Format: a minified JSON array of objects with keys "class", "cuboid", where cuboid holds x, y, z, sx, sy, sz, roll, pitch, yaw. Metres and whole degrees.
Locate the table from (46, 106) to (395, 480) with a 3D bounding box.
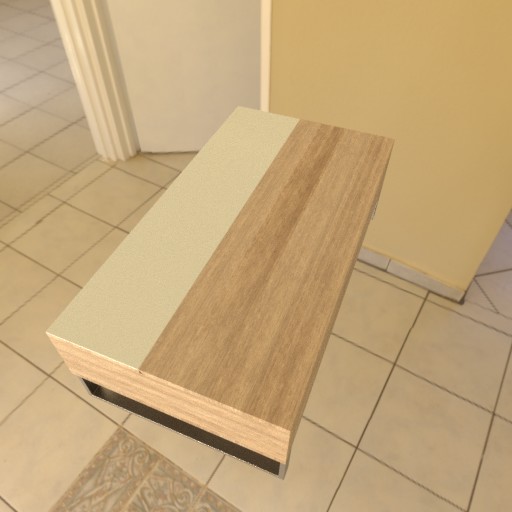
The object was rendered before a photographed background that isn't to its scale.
[{"class":"table","cuboid":[0.000,0.000,1.417,0.600,0.350,1.100,17,50,15]}]
